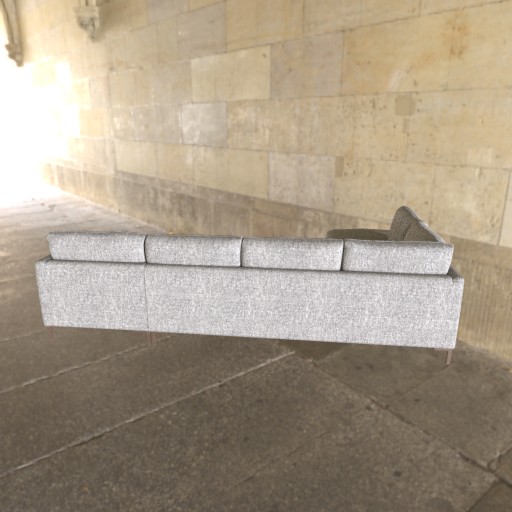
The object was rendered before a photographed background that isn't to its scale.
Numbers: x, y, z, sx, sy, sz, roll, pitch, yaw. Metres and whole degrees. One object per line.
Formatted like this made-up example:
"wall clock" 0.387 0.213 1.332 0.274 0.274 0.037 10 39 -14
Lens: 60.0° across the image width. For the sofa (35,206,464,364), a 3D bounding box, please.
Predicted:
"sofa" 0.000 0.000 3.657 2.737 0.756 1.879 2 17 7
